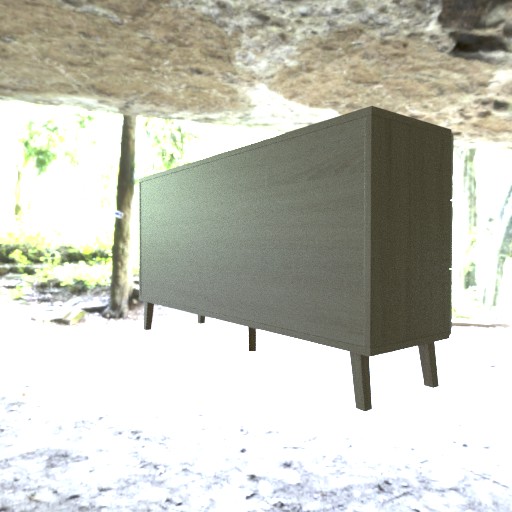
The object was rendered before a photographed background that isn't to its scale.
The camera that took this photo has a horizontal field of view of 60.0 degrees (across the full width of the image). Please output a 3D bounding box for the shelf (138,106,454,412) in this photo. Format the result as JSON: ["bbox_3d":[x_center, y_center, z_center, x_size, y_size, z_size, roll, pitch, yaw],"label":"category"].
[{"bbox_3d":[0.000,0.000,1.827,0.400,0.780,1.490,-1,1,-37],"label":"shelf"}]
